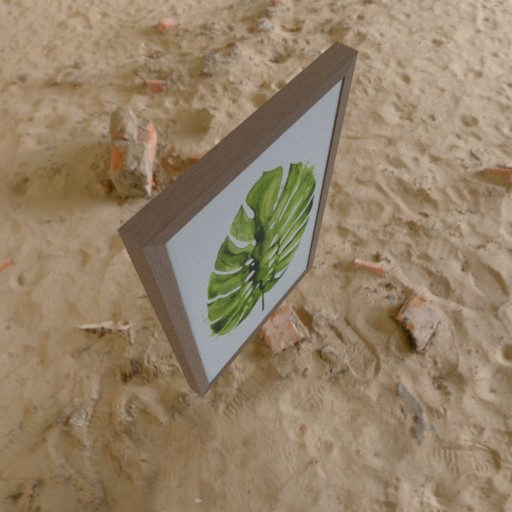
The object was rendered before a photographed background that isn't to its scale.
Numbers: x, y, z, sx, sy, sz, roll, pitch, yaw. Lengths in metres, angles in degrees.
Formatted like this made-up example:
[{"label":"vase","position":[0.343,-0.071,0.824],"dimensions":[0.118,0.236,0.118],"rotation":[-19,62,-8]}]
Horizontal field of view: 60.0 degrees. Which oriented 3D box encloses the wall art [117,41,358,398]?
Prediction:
[{"label":"wall art","position":[0.000,0.000,0.678],"dimensions":[0.032,0.510,0.358],"rotation":[34,64,19]}]
